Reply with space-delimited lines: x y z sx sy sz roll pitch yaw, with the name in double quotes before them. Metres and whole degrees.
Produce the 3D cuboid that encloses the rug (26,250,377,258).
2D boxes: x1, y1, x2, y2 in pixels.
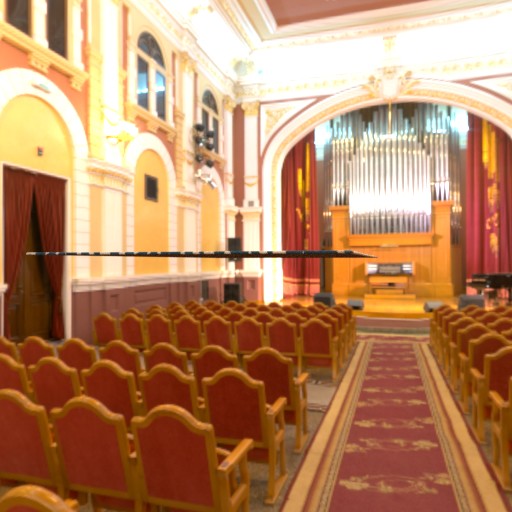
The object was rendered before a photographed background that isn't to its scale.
"rug" 0.000 0.000 3.030 1.517 0.011 2.435 0 -1 17
